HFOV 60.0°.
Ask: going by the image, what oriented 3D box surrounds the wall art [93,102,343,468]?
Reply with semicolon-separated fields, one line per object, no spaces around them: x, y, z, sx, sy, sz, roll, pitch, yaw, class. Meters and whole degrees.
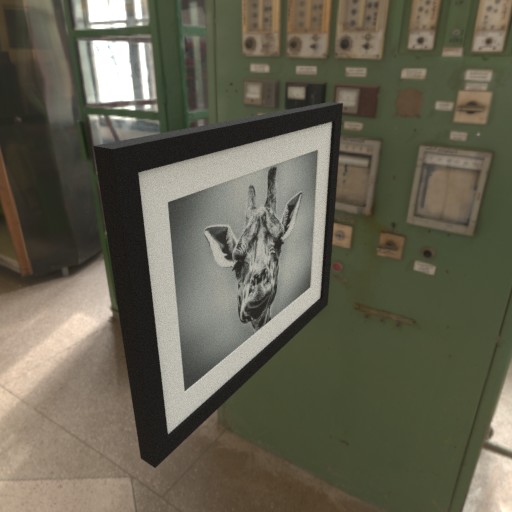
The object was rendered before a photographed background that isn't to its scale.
0.000;0.000;0.763;0.031;0.457;0.558;16;29;31;wall art
